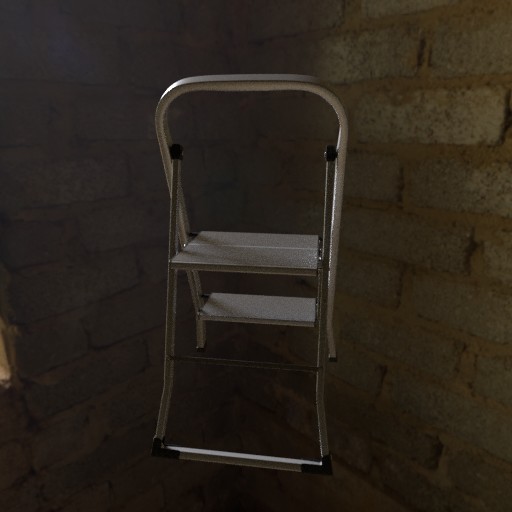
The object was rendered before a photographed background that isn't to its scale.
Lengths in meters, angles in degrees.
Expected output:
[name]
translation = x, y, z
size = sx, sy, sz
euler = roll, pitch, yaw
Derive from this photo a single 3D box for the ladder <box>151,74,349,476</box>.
[ladder]
translation = 0.000, 0.000, 1.115
size = 0.465, 0.830, 0.530
euler = 2, 17, 8
